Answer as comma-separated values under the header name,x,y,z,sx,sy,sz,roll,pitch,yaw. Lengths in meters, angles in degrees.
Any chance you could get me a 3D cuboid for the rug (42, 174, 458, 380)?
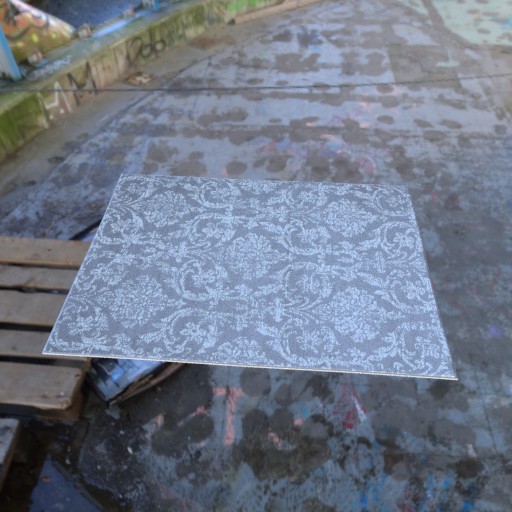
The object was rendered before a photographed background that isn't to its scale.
name,x,y,z,sx,sy,sz,roll,pitch,yaw
rug,0.000,0.000,2.869,2.206,0.014,1.578,3,48,3
